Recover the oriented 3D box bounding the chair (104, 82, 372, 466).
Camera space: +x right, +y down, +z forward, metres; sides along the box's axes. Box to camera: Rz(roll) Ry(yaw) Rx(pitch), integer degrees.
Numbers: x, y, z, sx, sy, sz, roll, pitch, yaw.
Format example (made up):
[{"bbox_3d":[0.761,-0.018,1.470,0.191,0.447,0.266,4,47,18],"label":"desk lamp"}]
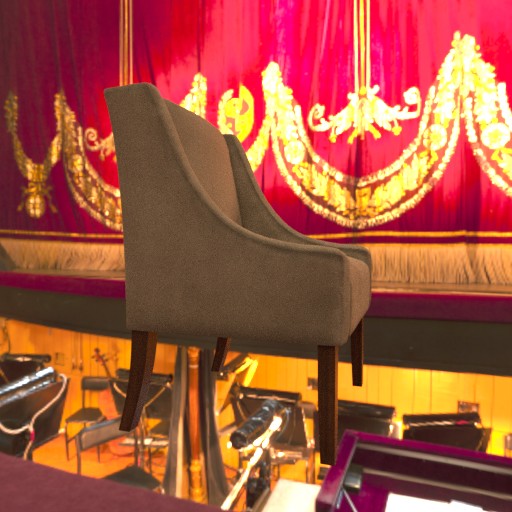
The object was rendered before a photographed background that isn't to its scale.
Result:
[{"bbox_3d":[0.000,0.000,1.329,0.629,0.895,0.629,1,2,19],"label":"chair"}]
